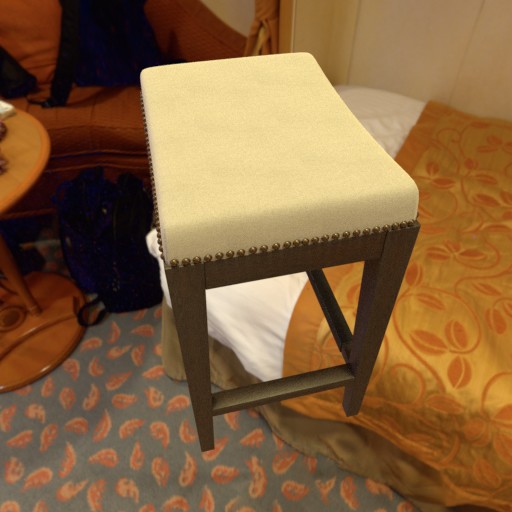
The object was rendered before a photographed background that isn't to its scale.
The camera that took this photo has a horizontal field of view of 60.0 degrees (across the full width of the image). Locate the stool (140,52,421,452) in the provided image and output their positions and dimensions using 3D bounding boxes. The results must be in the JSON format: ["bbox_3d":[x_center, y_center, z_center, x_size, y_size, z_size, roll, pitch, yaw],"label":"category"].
[{"bbox_3d":[0.000,0.000,0.926,0.361,0.642,0.500,-10,47,-9],"label":"stool"}]
